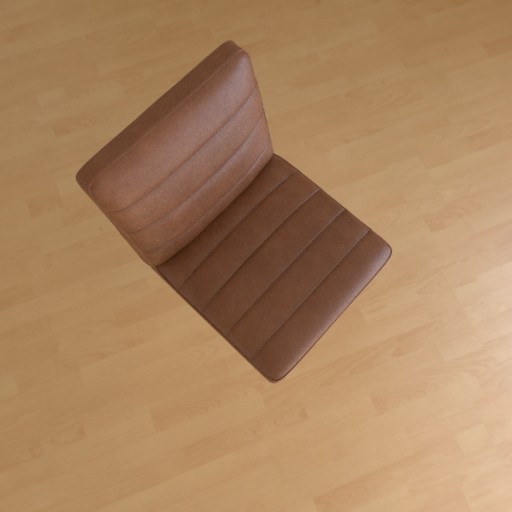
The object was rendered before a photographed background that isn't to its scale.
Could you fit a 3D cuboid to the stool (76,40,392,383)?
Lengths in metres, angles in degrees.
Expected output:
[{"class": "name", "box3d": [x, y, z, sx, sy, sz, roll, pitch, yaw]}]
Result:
[{"class": "stool", "box3d": [0.000, 0.000, 1.252, 0.556, 0.940, 0.458, 42, 79, 11]}]
